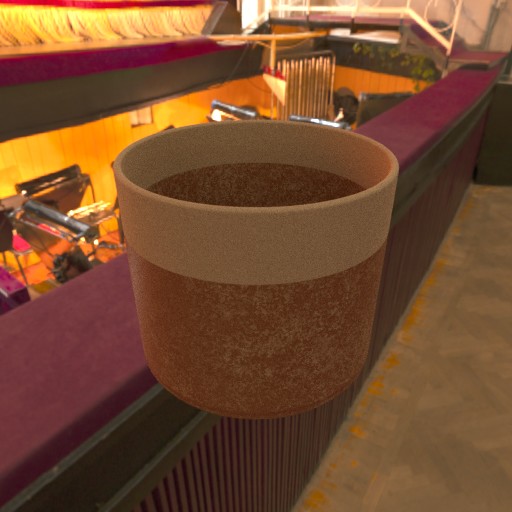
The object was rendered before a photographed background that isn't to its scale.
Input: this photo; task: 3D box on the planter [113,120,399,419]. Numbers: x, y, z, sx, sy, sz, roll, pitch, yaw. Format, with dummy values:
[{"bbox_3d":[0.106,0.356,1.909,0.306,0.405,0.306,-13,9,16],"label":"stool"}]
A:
[{"bbox_3d":[0.000,0.000,0.289,0.159,0.138,0.159,0,30,0],"label":"planter"}]
